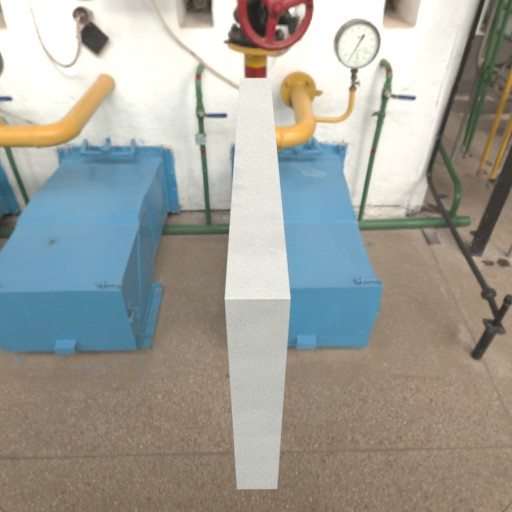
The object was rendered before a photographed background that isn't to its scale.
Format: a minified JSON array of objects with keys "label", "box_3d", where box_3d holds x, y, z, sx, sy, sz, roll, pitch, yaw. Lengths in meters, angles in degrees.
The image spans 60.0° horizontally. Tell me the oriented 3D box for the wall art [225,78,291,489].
[{"label":"wall art","box_3d":[0.000,0.000,0.482,0.038,0.254,0.381,0,40,0]}]
